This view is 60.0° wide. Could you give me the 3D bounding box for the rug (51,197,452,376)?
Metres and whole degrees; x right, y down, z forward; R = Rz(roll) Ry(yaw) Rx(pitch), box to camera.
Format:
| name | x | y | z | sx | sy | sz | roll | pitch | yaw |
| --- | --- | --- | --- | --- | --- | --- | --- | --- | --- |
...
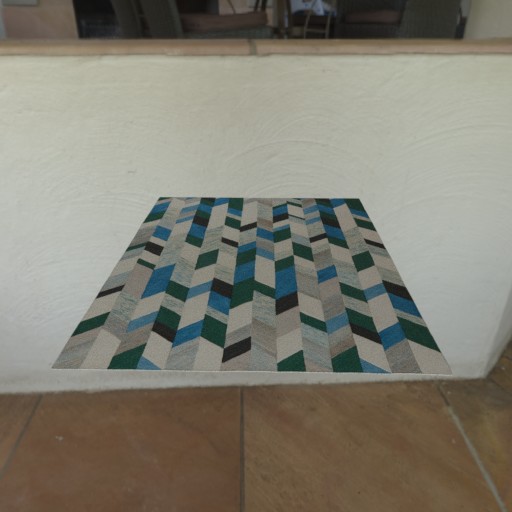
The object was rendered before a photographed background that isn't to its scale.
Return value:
| name | x | y | z | sx | sy | sz | roll | pitch | yaw |
| --- | --- | --- | --- | --- | --- | --- | --- | --- | --- |
| rug | 0.000 | 0.000 | 4.021 | 2.440 | 0.008 | 3.036 | 1 | 28 | 1 |
